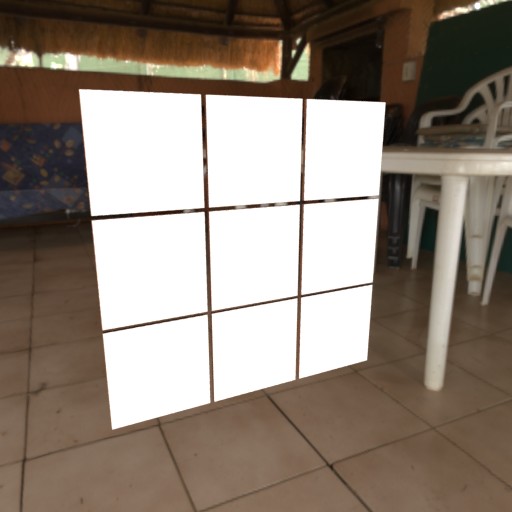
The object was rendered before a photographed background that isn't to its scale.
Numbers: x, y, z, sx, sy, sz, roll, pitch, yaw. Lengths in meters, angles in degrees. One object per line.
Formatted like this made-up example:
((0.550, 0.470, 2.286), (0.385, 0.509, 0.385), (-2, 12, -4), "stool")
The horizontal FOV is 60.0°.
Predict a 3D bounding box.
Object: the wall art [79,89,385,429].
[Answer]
((0.000, 0.000, 1.839), (1.256, 1.246, 0.017), (-7, 17, -25), "wall art")
